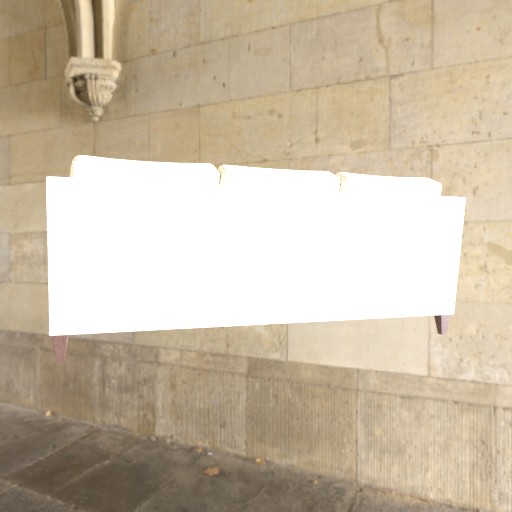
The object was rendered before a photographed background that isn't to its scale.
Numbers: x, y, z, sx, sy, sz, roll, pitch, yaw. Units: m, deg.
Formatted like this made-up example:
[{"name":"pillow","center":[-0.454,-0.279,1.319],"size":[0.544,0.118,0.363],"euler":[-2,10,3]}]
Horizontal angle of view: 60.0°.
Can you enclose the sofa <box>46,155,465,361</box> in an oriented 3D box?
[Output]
[{"name":"sofa","center":[0.000,0.000,2.702],"size":[2.210,0.940,1.041],"euler":[0,0,-18]}]
